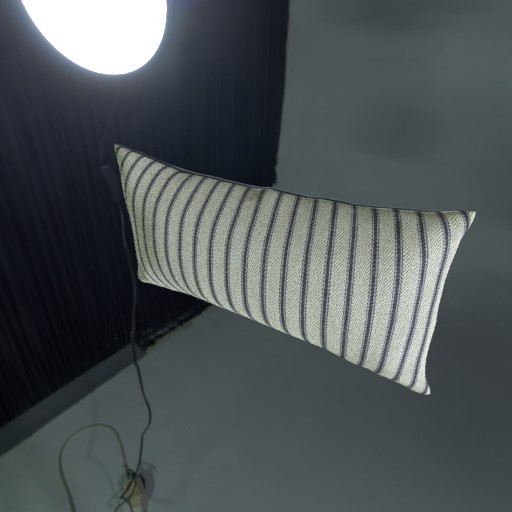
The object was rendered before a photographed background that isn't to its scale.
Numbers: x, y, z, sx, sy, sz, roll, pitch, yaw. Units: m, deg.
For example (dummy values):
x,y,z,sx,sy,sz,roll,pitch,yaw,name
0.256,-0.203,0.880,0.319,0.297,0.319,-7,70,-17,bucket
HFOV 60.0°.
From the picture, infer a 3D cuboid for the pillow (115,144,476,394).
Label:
x,y,z,sx,sy,sz,roll,pitch,yaw,name
0.000,0.000,0.729,0.609,0.305,0.151,18,34,29,pillow
